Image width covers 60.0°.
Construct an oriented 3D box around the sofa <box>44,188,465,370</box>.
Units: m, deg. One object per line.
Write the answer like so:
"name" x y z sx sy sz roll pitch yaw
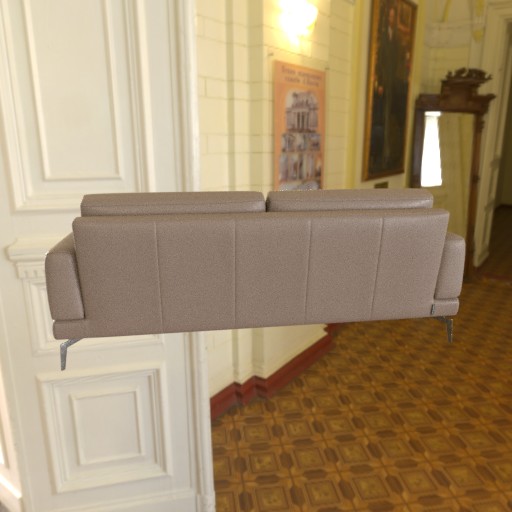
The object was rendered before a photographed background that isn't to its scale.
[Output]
"sofa" 0.000 0.000 2.406 1.940 0.765 0.974 -2 15 -8
